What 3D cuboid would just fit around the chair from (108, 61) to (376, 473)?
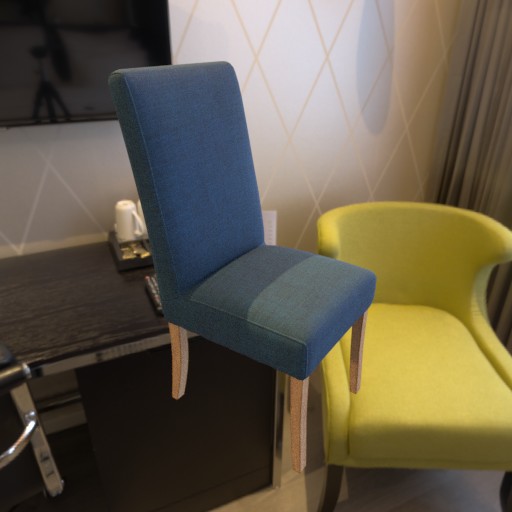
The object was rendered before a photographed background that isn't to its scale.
[{"bbox_3d":[0.000,0.000,1.321,0.610,1.029,0.450,18,32,31],"label":"chair"}]
